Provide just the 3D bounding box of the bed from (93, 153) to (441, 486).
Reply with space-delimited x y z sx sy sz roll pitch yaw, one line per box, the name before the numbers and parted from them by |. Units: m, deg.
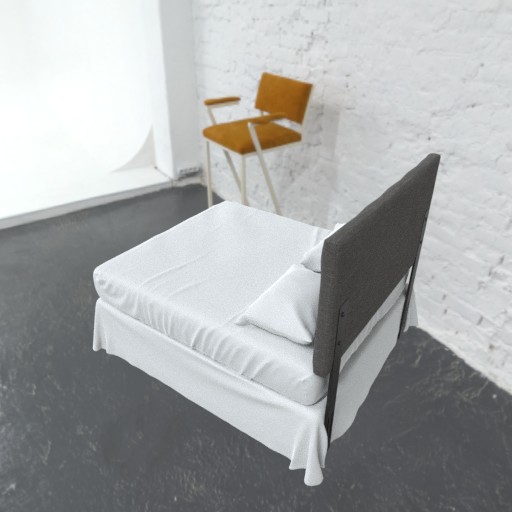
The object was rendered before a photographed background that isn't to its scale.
bed | 0.000 0.000 3.440 2.222 1.577 1.936 20 35 30
